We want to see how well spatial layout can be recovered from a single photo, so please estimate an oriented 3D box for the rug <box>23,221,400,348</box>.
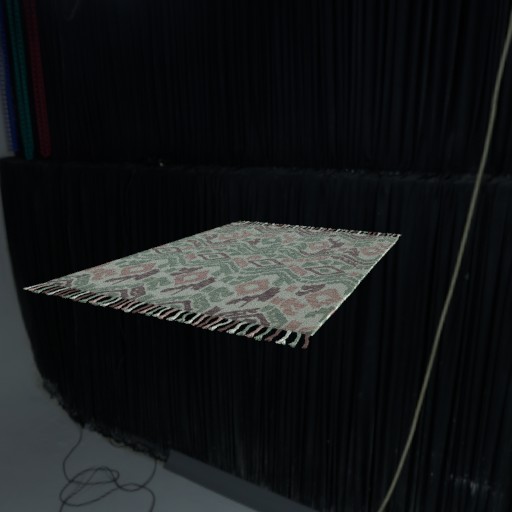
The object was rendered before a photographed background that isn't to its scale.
[{"bbox_3d":[0.000,0.000,2.327,1.219,0.010,1.829,7,16,26],"label":"rug"}]
